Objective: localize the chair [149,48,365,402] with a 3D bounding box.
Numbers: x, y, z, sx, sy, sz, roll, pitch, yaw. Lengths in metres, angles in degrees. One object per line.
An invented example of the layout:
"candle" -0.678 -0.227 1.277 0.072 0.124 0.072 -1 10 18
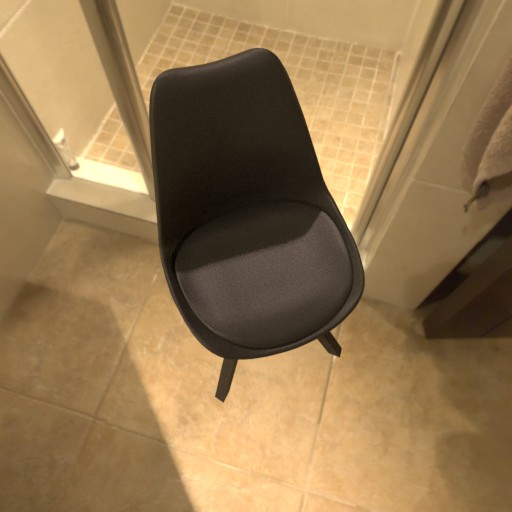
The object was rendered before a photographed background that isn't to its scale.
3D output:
"chair" 0.000 0.000 1.196 0.485 0.850 0.550 -18 64 -9
